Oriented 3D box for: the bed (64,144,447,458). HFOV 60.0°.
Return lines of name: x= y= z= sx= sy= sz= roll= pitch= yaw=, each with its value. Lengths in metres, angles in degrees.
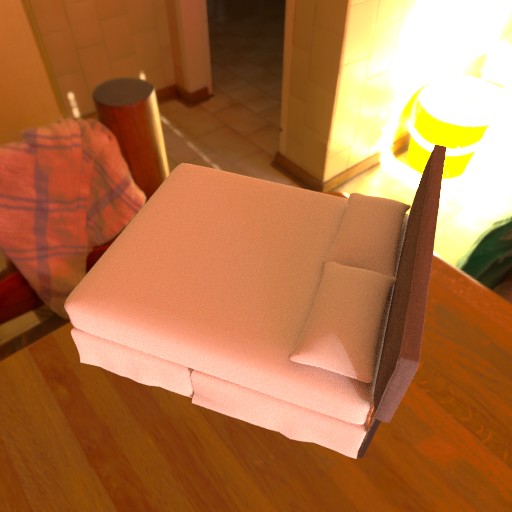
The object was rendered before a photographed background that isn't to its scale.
bed: x=0.000 y=0.000 z=2.774 sx=1.894 sy=1.089 sz=1.610 roll=15 pitch=49 yaw=14
